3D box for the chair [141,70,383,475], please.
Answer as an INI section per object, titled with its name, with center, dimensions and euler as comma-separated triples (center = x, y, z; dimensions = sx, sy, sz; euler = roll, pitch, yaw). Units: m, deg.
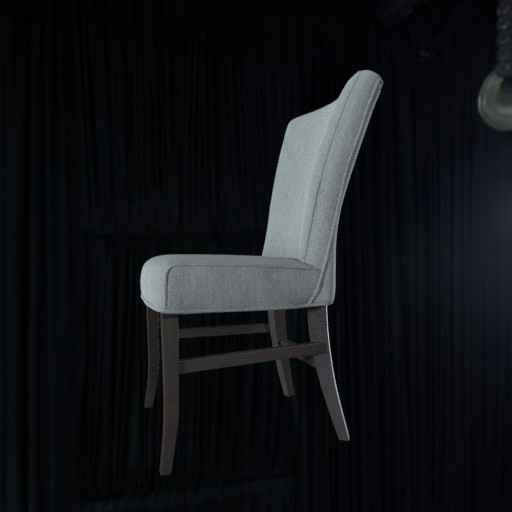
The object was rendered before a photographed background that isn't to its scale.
[chair]
center = 0.000, 0.000, 1.328
dimensions = 0.660, 0.991, 0.520
euler = 0, 0, -18
